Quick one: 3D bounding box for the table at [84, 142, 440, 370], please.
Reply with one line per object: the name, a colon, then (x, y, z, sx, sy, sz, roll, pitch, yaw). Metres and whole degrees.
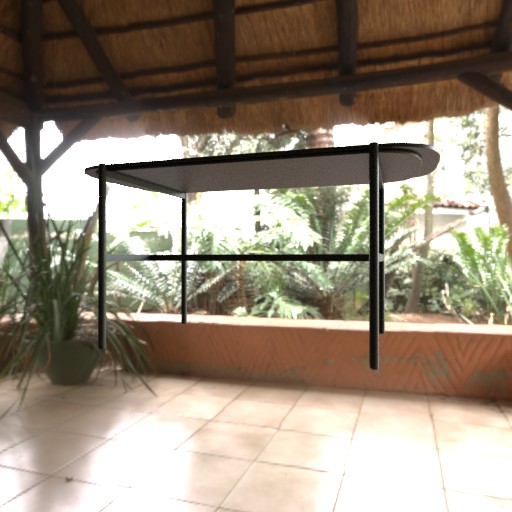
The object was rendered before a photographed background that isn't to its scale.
table: (0.000, 0.000, 1.047, 0.800, 0.400, 0.400, 0, 0, 18)
